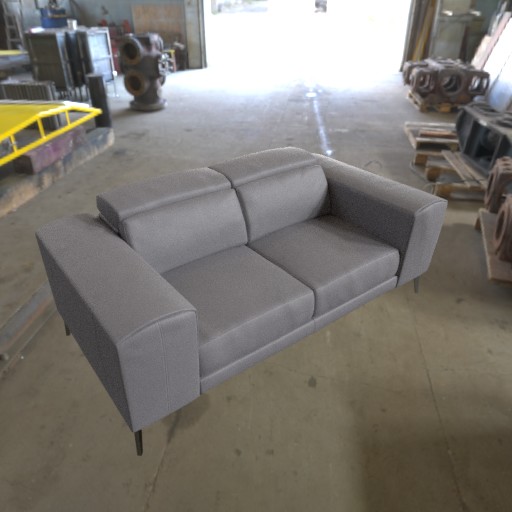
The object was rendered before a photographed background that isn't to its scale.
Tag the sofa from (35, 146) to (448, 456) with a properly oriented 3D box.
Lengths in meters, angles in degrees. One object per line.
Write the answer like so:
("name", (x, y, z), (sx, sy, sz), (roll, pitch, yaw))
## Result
("sofa", (0.000, 0.000, 2.346), (1.895, 0.779, 1.003), (-21, 37, -31))
